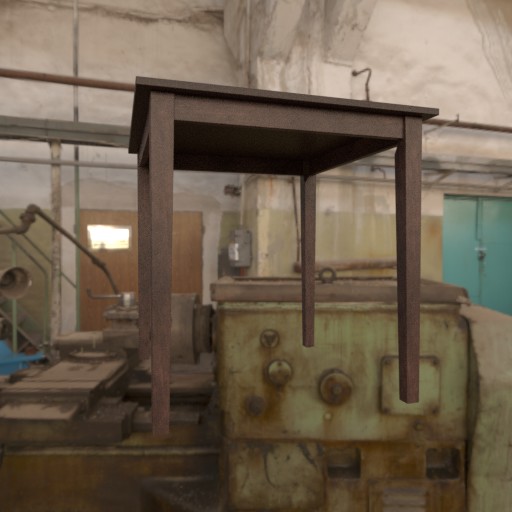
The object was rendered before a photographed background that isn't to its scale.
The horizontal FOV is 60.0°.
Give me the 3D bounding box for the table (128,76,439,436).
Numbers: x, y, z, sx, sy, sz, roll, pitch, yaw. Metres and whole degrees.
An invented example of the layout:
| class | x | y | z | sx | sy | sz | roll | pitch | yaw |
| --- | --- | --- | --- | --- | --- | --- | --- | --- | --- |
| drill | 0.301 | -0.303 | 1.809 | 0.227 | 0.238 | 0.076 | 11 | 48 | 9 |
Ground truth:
| class | x | y | z | sx | sy | sz | roll | pitch | yaw |
| --- | --- | --- | --- | --- | --- | --- | --- | --- | --- |
| table | 0.000 | 0.000 | 1.391 | 0.749 | 0.770 | 0.749 | -1 | 2 | -17 |
